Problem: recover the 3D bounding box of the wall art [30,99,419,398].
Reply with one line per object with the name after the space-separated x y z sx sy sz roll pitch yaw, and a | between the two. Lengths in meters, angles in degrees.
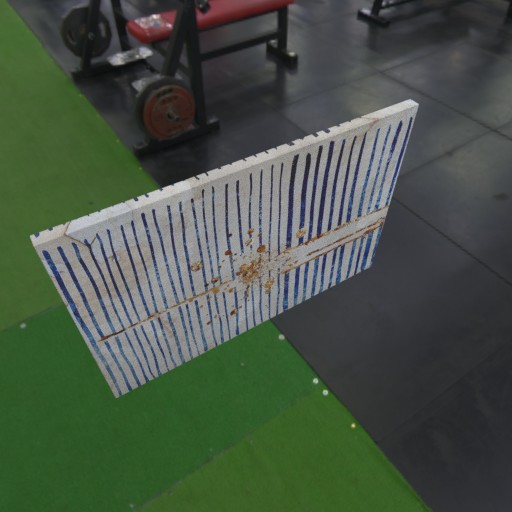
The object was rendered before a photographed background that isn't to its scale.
0.000 0.000 1.443 1.143 0.757 0.038 -24 52 -20 | wall art
